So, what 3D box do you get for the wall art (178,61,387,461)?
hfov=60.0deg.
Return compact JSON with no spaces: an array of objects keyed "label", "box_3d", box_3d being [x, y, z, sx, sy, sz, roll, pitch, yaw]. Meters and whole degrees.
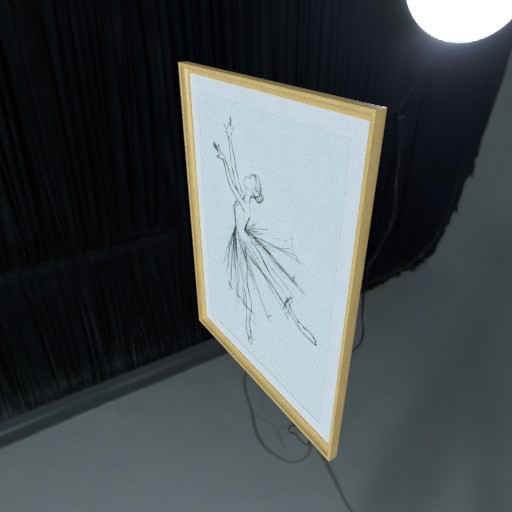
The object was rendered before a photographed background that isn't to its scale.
[{"label":"wall art","box_3d":[0.000,0.000,1.336,0.030,1.002,0.798,-19,35,-29]}]
